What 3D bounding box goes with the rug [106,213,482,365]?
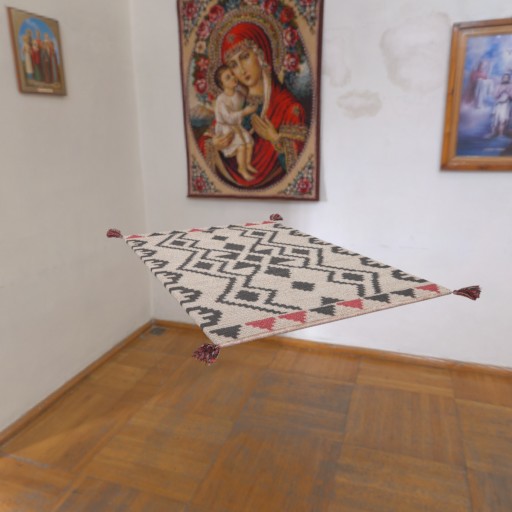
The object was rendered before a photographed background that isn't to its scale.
[{"bbox_3d":[0.000,0.000,2.659,1.444,0.067,2.069,-8,18,-25],"label":"rug"}]
